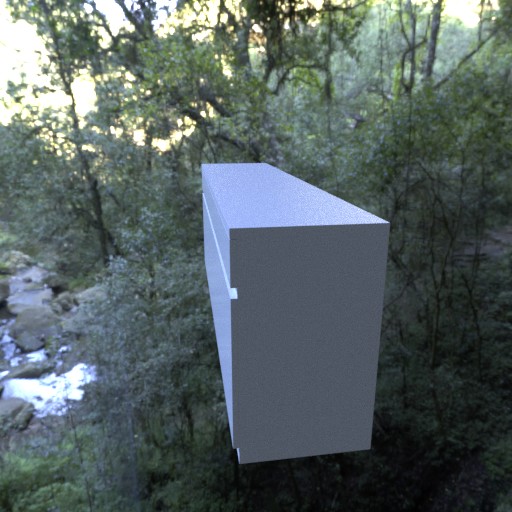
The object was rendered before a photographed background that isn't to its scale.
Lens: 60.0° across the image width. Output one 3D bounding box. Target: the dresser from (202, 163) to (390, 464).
[{"bbox_3d":[0.000,0.000,2.496,0.500,0.840,2.200,-3,17,-8],"label":"dresser"}]
